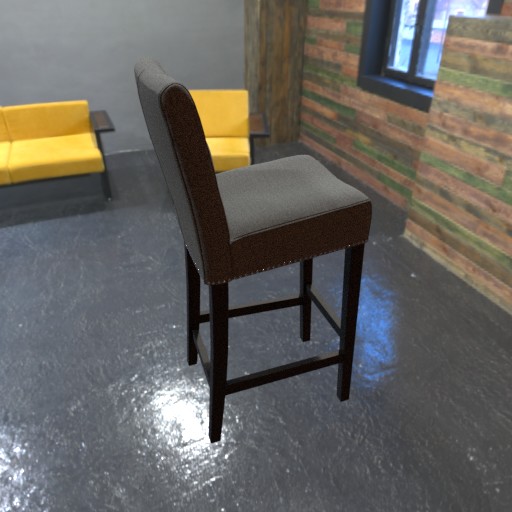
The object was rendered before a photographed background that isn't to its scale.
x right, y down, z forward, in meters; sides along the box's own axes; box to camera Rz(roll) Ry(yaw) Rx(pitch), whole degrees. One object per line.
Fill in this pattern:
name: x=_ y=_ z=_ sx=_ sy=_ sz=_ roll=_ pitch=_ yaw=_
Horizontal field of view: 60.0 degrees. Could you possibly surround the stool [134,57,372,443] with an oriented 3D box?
stool: x=0.000 y=0.000 z=1.295 sx=0.548 sy=1.047 sz=0.411 roll=-10 pitch=33 yaw=-16
